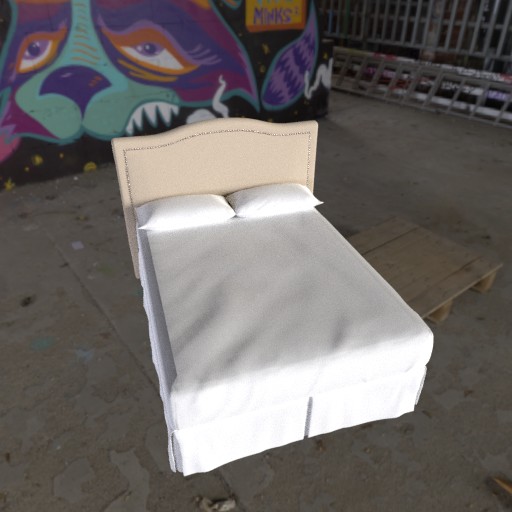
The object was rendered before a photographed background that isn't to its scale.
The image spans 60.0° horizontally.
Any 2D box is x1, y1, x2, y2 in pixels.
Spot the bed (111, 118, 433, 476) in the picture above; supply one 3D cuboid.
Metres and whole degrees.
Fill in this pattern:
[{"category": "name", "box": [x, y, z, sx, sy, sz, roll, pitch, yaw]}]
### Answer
[{"category": "bed", "box": [0.000, 0.000, 3.218, 1.753, 1.460, 2.143, -9, 33, -15]}]
